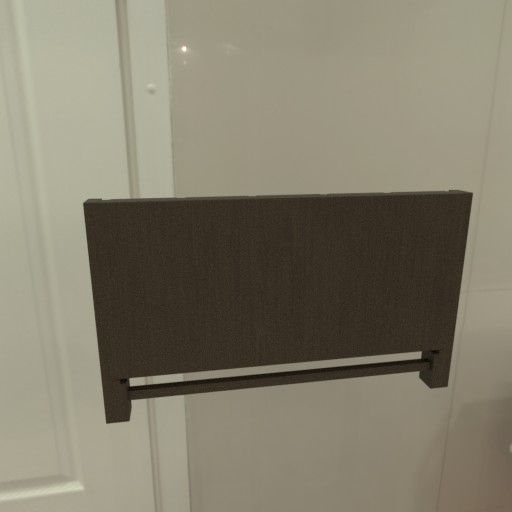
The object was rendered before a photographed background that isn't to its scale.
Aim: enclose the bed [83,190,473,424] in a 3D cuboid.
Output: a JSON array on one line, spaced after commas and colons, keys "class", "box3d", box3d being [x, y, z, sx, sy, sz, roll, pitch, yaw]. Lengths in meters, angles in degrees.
[{"class": "bed", "box3d": [0.000, 0.000, 3.589, 2.143, 1.261, 2.238, -3, 16, -10]}]
